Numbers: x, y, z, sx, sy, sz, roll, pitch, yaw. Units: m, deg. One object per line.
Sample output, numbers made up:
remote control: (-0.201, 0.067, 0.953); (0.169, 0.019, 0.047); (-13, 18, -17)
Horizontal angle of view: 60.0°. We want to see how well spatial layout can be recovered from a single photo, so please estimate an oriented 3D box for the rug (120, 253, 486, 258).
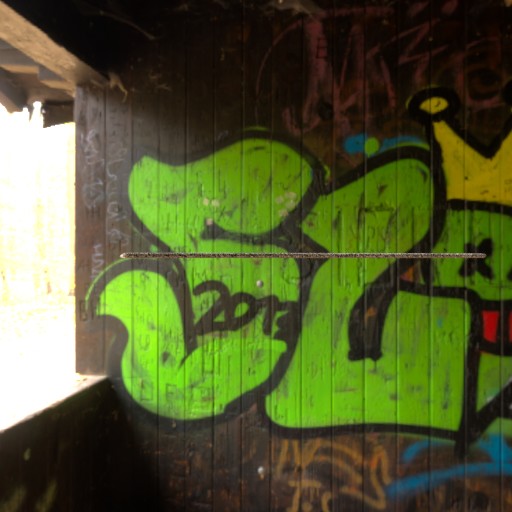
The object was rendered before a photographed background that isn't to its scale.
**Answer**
rug: (0.000, 0.000, 4.175); (2.438, 0.029, 3.047); (0, 0, -17)
